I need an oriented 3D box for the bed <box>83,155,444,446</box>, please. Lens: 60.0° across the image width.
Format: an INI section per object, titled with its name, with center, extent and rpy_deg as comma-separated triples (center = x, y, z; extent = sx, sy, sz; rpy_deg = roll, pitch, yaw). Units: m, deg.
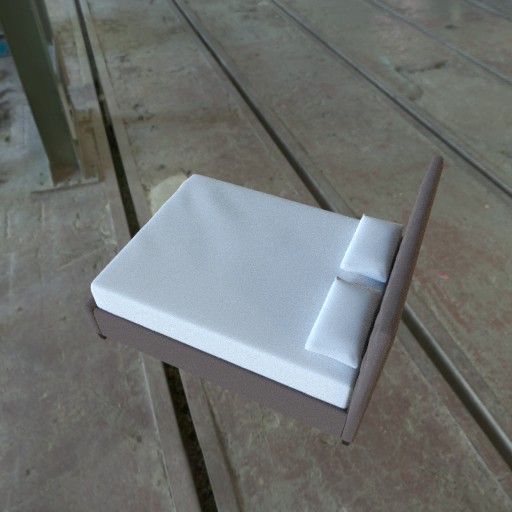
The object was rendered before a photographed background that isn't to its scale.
[bed]
center = 0.000, 0.000, 3.466
extent = 2.233, 1.426, 1.696
rpy_deg = 18, 49, 17
